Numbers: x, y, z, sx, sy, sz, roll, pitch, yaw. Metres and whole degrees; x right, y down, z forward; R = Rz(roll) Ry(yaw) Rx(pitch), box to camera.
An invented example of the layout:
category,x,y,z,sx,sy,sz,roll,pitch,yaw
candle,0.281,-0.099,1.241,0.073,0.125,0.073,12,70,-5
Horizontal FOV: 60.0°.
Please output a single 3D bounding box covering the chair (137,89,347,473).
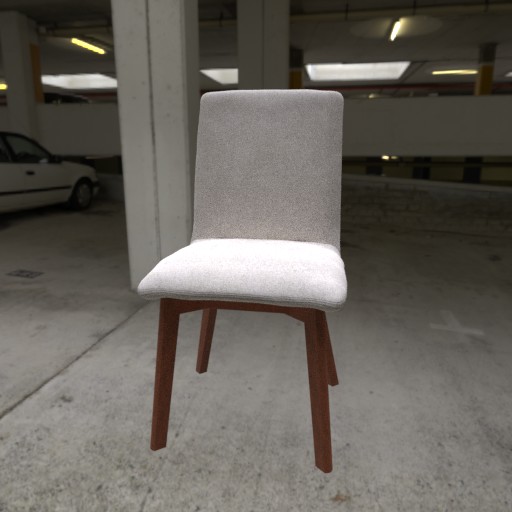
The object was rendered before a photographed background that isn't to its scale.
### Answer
category,x,y,z,sx,sy,sz,roll,pitch,yaw
chair,0.000,0.000,1.295,0.522,0.974,0.563,3,14,10
